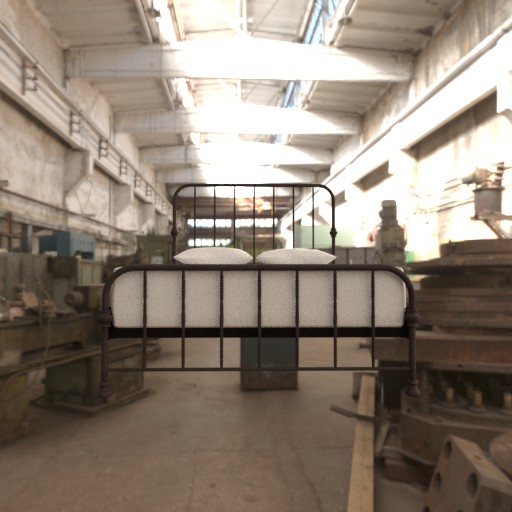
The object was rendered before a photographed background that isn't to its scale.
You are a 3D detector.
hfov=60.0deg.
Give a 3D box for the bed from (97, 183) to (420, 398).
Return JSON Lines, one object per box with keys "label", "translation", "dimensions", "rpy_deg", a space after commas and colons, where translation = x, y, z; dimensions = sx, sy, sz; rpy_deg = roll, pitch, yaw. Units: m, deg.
{"label": "bed", "translation": [0.000, 0.000, 3.256], "dimensions": [1.616, 1.446, 2.134], "rpy_deg": [0, -1, -1]}
